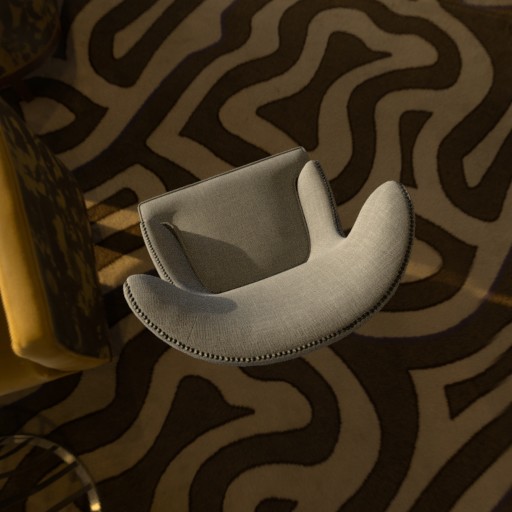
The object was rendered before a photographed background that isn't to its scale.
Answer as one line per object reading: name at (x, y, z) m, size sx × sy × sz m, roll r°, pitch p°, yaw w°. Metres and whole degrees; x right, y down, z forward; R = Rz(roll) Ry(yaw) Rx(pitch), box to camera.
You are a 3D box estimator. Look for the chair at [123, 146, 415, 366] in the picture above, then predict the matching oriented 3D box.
chair at (0.000, 0.000, 1.823) m, size 0.864 × 1.176 × 0.883 m, roll -20°, pitch 76°, yaw -5°
